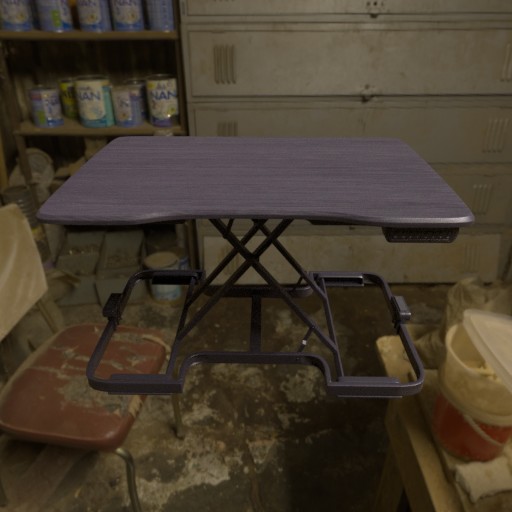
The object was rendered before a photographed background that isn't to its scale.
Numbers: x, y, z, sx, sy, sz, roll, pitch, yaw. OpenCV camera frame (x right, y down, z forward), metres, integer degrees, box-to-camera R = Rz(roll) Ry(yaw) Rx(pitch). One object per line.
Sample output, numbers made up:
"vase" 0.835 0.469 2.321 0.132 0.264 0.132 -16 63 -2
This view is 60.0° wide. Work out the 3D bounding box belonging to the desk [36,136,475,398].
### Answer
"desk" 0.000 0.000 1.136 0.820 0.470 0.546 1 30 1
